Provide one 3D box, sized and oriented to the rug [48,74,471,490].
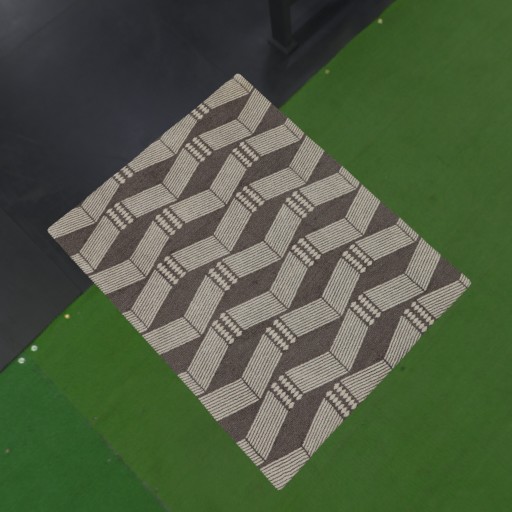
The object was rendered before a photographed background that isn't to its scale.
[{"bbox_3d":[0.000,0.000,4.029,2.438,0.016,3.048,-43,79,-10],"label":"rug"}]
